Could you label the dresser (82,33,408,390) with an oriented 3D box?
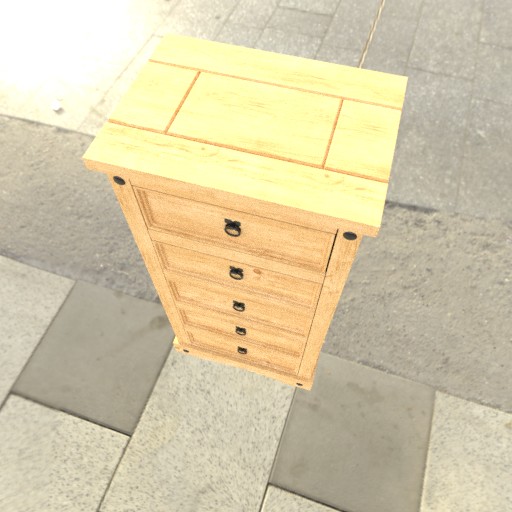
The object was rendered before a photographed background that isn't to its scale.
[{"bbox_3d":[0.000,0.000,1.292,0.531,1.041,0.390,14,60,8],"label":"dresser"}]
